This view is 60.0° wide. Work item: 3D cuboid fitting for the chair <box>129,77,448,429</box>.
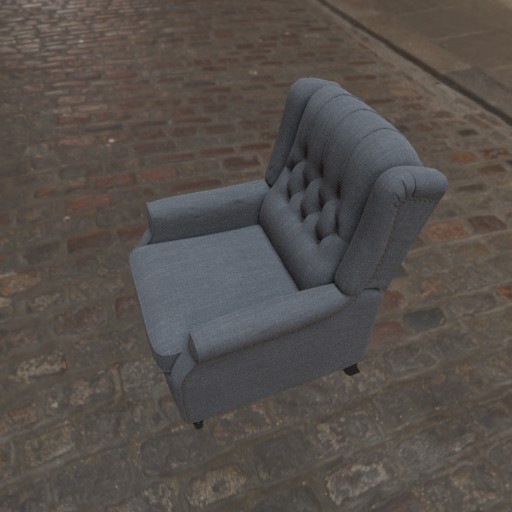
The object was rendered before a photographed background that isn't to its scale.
[{"bbox_3d":[0.000,0.000,1.630,0.898,1.035,0.742,-15,48,-15],"label":"chair"}]
